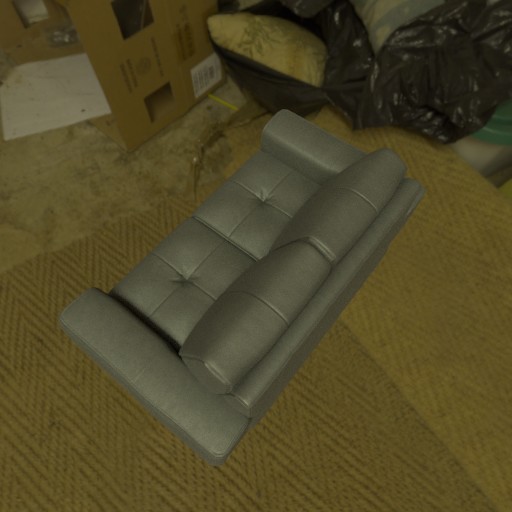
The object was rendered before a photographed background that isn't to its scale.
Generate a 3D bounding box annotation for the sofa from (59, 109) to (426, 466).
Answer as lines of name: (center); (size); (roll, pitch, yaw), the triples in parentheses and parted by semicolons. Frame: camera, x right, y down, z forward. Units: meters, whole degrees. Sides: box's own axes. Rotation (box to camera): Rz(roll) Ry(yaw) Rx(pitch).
sofa: (0.000, 0.000, 2.319); (1.018, 0.907, 1.806); (35, 66, 18)
